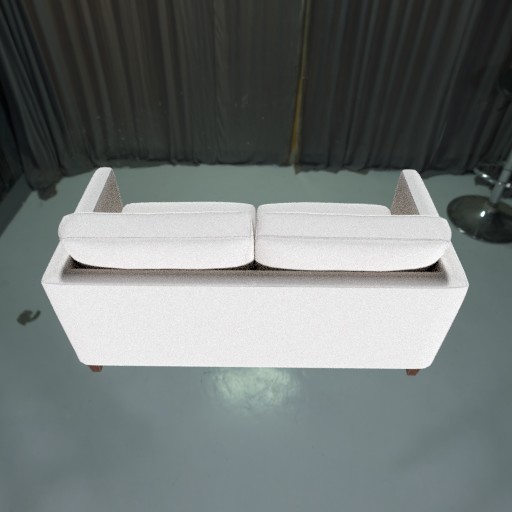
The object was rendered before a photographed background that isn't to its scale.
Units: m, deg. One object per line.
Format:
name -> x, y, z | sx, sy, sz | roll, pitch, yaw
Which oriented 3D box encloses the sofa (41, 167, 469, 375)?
sofa -> 0.000, 0.000, 2.221 | 1.722, 0.888, 0.873 | 1, 44, 1
